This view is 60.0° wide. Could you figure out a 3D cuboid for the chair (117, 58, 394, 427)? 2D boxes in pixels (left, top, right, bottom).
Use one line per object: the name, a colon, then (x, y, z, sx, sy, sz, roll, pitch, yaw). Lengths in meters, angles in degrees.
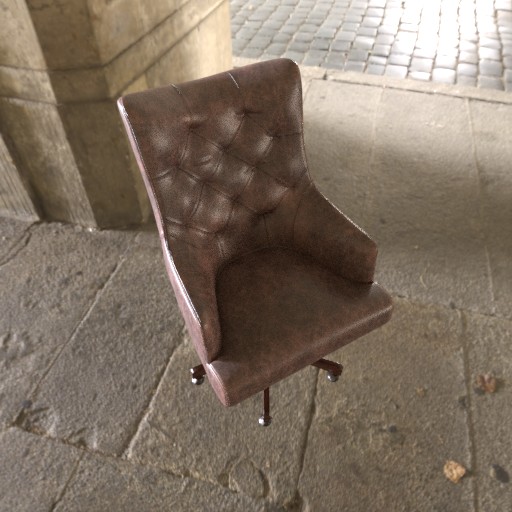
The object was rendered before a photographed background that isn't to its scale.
chair: (0.000, 0.000, 1.509, 0.641, 1.035, 0.762, -23, 50, -20)
